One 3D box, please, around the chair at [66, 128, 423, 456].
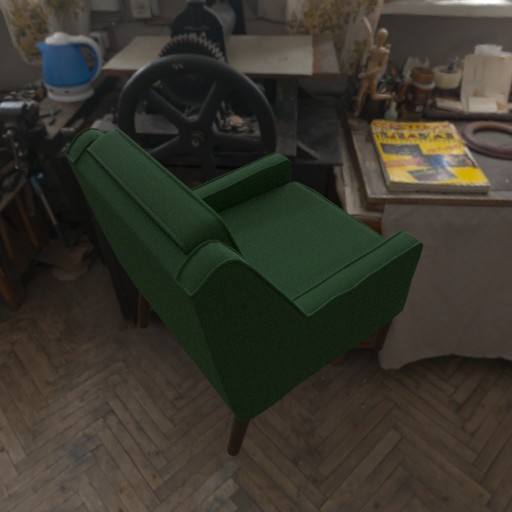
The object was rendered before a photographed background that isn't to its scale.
[{"bbox_3d":[0.000,0.000,1.320,0.743,0.792,0.663,-26,48,-27],"label":"chair"}]
